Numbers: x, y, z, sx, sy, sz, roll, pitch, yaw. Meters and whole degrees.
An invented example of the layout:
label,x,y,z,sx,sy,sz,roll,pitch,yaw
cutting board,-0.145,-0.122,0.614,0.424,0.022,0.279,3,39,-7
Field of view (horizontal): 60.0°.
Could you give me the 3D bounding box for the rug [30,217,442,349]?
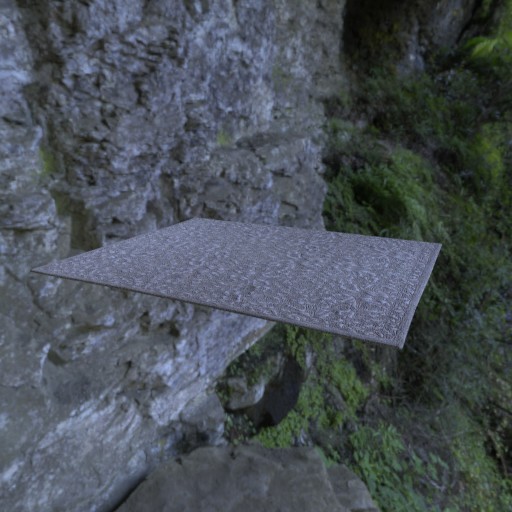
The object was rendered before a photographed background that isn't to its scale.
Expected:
label,x,y,z,sx,sy,sz,roll,pitch,yaw
rug,0.000,0.000,4.117,3.017,0.035,2.472,8,18,25
